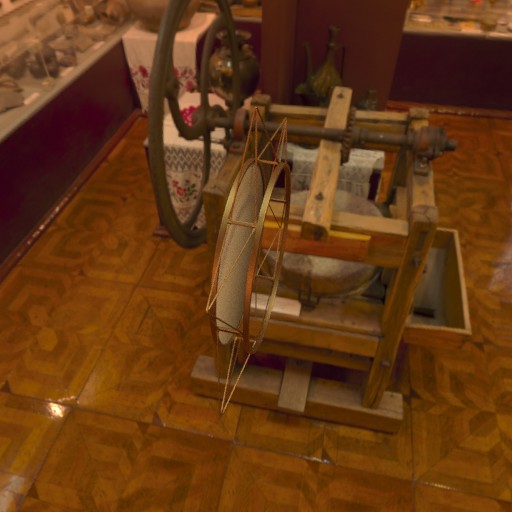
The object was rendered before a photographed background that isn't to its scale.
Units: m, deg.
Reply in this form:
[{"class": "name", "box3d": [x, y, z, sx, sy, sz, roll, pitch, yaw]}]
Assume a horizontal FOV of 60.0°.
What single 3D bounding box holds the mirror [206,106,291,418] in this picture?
[{"class": "mirror", "box3d": [0.000, 0.000, 0.813, 0.062, 0.581, 0.498, 10, 46, 10]}]
